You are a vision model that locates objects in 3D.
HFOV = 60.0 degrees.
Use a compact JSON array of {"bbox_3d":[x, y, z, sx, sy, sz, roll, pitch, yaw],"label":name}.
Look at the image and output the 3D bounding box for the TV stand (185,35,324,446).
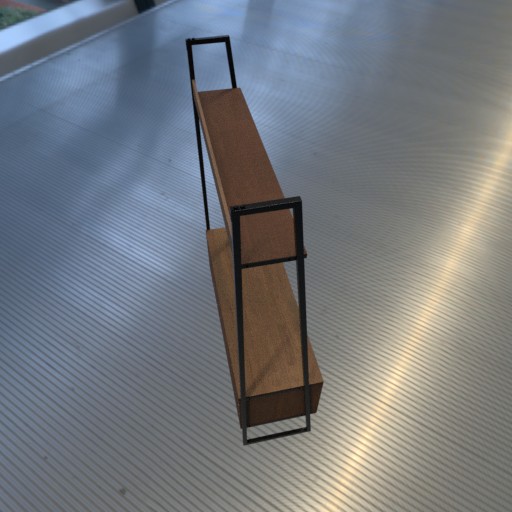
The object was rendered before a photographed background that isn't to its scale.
[{"bbox_3d":[0.000,0.000,2.331,0.432,1.772,1.250,-9,47,-8],"label":"TV stand"}]
